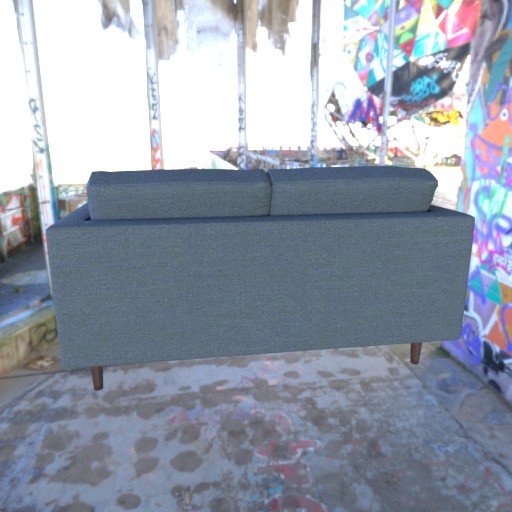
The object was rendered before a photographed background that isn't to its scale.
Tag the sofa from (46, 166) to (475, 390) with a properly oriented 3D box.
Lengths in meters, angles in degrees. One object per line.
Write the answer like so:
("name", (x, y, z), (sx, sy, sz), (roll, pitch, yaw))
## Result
("sofa", (0.000, 0.000, 2.217), (1.659, 0.907, 0.999), (-2, 15, -9))
